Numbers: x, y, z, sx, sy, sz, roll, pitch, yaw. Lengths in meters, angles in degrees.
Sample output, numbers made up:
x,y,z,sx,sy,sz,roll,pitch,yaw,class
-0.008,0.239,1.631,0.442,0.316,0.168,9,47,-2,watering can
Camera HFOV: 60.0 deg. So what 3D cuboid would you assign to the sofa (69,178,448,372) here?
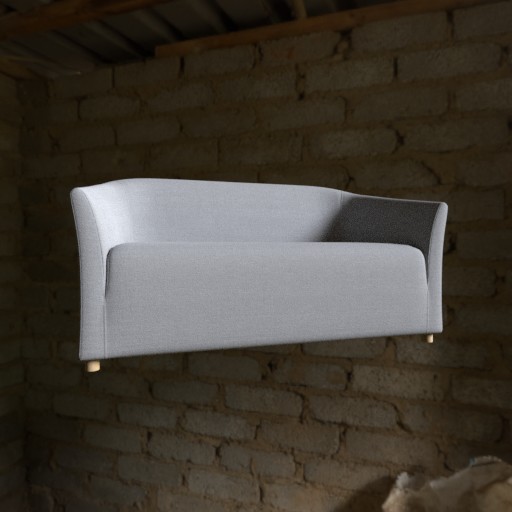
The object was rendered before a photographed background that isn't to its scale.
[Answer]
x,y,z,sx,sy,sz,roll,pitch,yaw,class
0.000,0.000,1.928,1.452,0.721,0.705,0,1,-19,sofa
